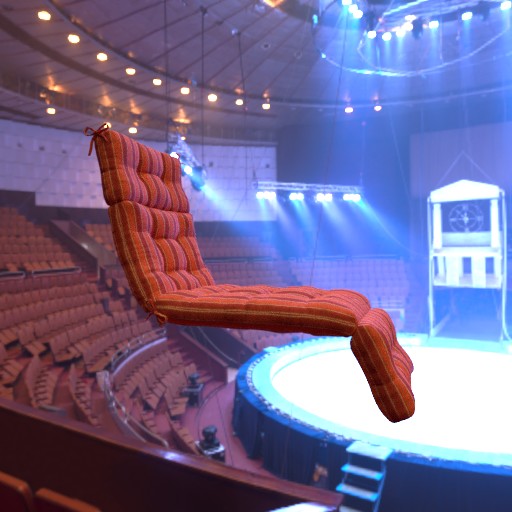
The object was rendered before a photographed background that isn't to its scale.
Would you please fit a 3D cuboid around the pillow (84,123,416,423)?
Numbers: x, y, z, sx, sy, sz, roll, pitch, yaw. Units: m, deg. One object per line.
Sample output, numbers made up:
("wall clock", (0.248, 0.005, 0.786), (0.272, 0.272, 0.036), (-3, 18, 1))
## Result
("pillow", (0.000, 0.000, 1.504), (1.016, 0.863, 0.526), (0, 0, 19))
